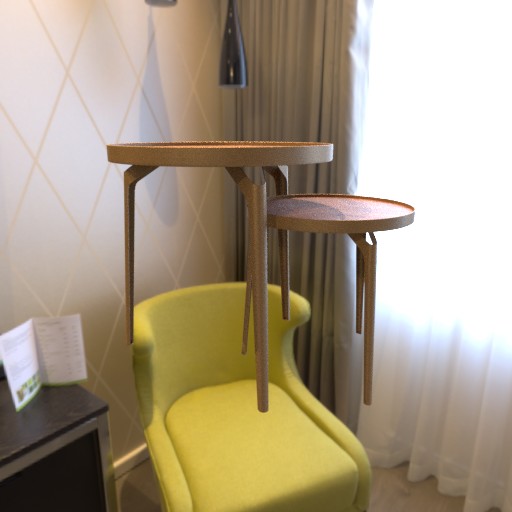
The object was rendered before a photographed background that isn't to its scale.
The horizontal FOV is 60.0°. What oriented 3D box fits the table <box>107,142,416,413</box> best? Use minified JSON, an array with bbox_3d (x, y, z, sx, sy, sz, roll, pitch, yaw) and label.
[{"bbox_3d":[0.000,0.000,1.132,0.751,0.555,0.532,3,16,9],"label":"table"}]
